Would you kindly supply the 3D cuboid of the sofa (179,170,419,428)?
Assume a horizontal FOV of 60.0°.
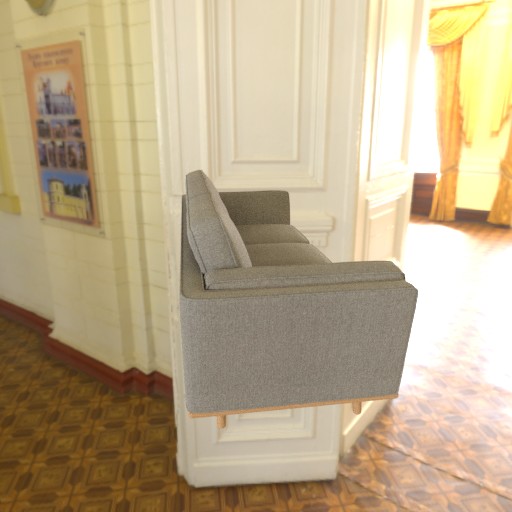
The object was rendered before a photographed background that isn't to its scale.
[{"bbox_3d":[0.000,0.000,2.739,0.903,0.899,2.362,-3,17,-9],"label":"sofa"}]
